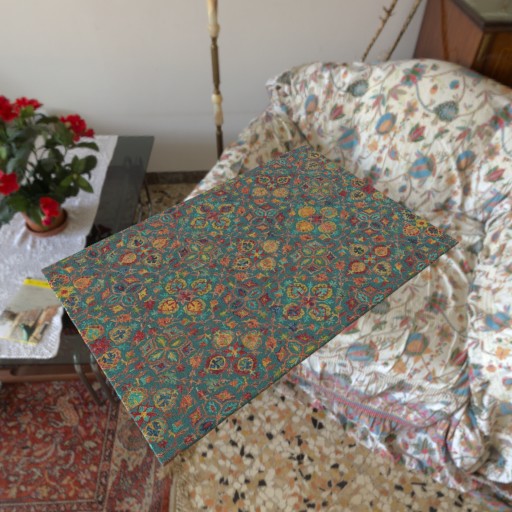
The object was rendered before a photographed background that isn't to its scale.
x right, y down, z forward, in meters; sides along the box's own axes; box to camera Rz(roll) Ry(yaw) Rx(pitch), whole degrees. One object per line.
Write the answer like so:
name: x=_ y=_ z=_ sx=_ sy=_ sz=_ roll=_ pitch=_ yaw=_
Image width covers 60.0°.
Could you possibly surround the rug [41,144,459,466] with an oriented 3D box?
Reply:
rug: x=0.000 y=0.000 z=2.319 sx=1.836 sy=0.014 sz=1.216 roll=-30 pitch=54 yaw=-25
